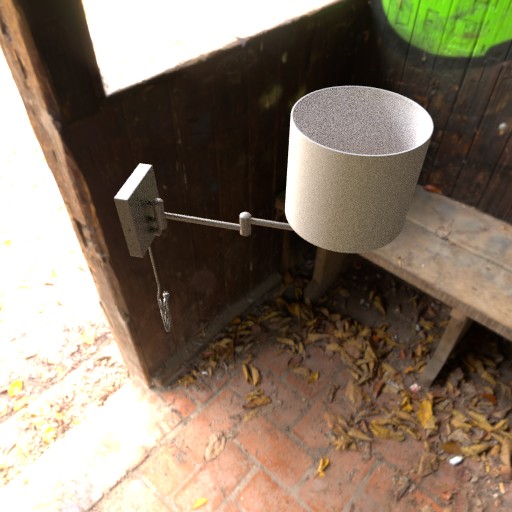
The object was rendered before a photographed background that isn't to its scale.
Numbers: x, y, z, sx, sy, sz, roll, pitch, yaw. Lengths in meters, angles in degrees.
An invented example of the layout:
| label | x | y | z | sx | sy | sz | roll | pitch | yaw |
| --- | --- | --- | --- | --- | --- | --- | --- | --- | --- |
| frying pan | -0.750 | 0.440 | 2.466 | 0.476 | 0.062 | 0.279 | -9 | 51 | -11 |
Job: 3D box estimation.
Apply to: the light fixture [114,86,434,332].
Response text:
| label | x | y | z | sx | sy | sz | roll | pitch | yaw |
| --- | --- | --- | --- | --- | --- | --- | --- | --- | --- |
| light fixture | 0.000 | 0.000 | 0.901 | 0.516 | 0.651 | 0.203 | 10 | 47 | 9 |
